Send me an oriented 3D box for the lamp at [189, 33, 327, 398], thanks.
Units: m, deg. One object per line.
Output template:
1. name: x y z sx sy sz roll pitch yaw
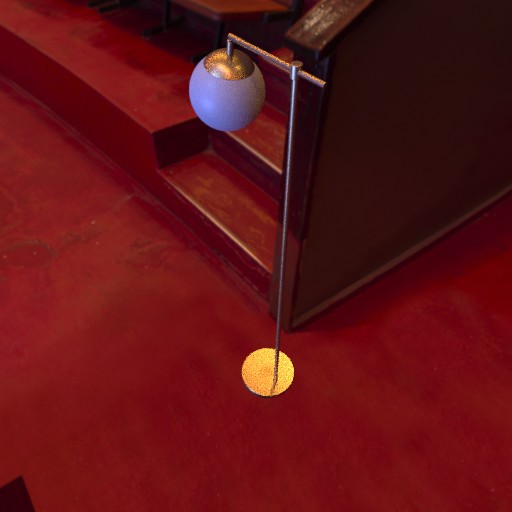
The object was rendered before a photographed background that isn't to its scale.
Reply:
1. lamp: 0.000 0.000 1.617 0.249 1.505 0.476 -30 54 -25
